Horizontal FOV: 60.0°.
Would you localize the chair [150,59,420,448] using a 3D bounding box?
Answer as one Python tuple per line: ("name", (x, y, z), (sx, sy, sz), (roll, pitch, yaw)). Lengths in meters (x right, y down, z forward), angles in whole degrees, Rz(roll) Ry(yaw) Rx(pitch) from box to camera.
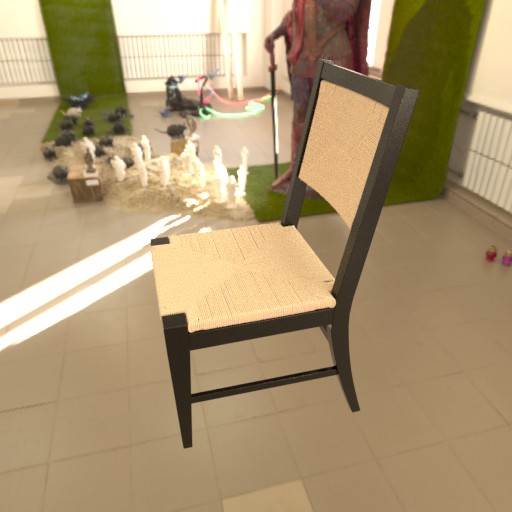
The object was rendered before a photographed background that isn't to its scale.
("chair", (0.000, 0.000, 1.212), (0.552, 0.927, 0.437), (-8, 32, -13))
